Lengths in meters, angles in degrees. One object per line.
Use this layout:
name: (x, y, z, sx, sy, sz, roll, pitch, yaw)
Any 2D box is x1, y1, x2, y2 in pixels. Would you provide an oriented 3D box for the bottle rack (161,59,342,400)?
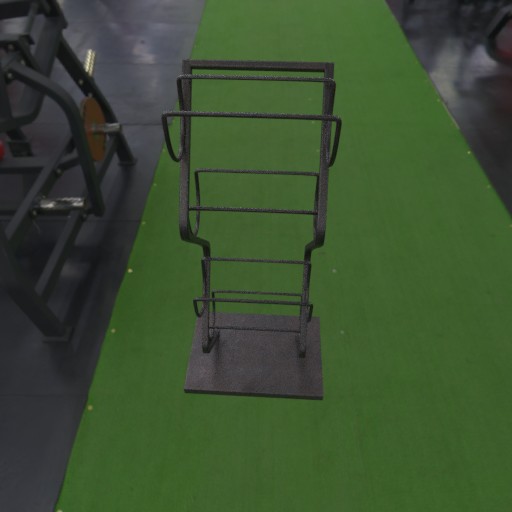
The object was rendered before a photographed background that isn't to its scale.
bottle rack: (0.000, 0.000, 0.676, 0.254, 0.559, 0.178, 2, 46, 2)
